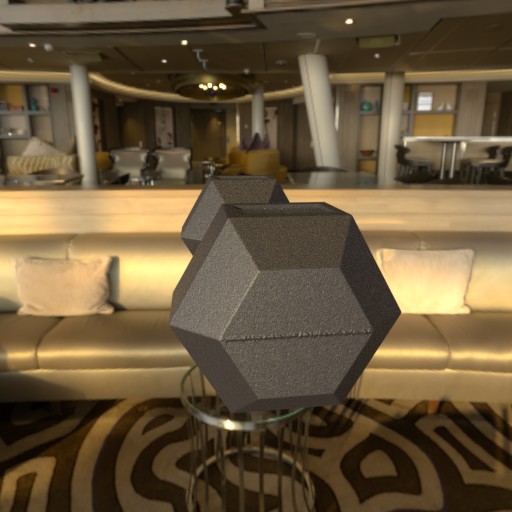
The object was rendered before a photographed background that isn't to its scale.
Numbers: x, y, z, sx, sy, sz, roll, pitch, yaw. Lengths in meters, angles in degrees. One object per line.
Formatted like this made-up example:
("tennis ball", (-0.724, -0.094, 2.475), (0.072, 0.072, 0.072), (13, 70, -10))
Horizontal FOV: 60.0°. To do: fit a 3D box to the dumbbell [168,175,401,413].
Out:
("dumbbell", (0.000, 0.000, 0.371), (0.129, 0.113, 0.315), (-2, 15, -7))
